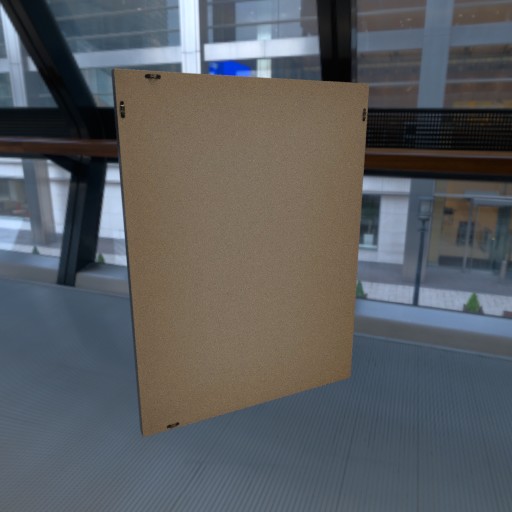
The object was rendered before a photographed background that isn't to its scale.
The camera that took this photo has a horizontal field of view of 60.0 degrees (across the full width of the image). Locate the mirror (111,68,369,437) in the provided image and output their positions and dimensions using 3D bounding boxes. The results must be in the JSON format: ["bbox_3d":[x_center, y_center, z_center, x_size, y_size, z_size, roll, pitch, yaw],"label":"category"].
[{"bbox_3d":[0.000,0.000,1.353,0.762,1.016,0.041,-7,17,-25],"label":"mirror"}]
